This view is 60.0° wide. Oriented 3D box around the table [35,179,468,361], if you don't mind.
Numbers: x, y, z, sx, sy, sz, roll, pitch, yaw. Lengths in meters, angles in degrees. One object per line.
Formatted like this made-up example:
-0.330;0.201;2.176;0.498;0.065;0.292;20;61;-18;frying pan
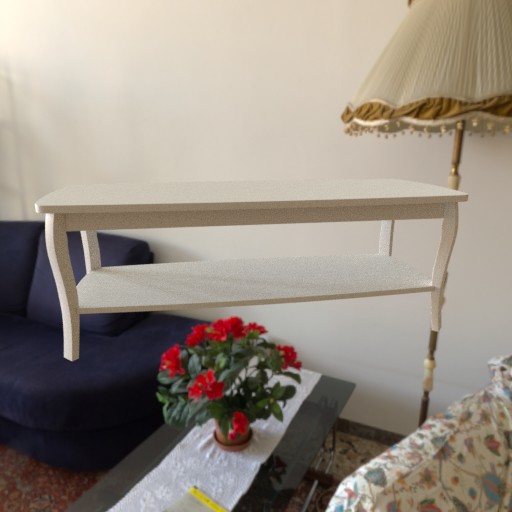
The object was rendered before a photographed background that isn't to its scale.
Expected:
0.000;0.000;1.579;1.334;0.474;0.561;-3;16;-9;table
